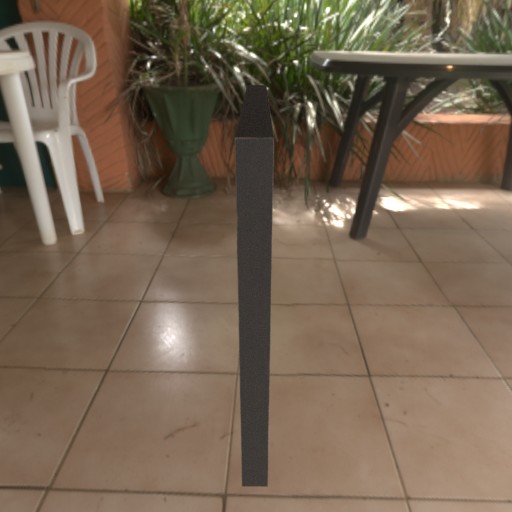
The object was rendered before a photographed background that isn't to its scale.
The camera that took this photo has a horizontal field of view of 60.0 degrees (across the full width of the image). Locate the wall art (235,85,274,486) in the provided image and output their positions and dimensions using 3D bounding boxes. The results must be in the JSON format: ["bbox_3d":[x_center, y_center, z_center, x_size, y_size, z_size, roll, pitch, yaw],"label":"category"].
[{"bbox_3d":[0.000,0.000,0.769,0.038,0.508,0.508,0,26,0],"label":"wall art"}]
